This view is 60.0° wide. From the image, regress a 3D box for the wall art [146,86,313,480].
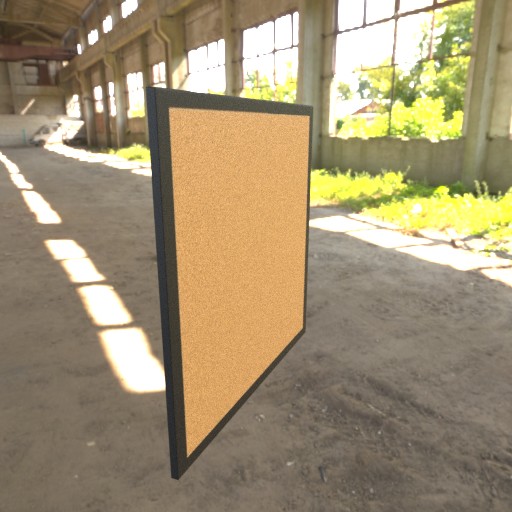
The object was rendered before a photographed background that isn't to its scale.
[{"bbox_3d":[0.000,0.000,0.985,0.016,0.659,0.663,8,18,25],"label":"wall art"}]
